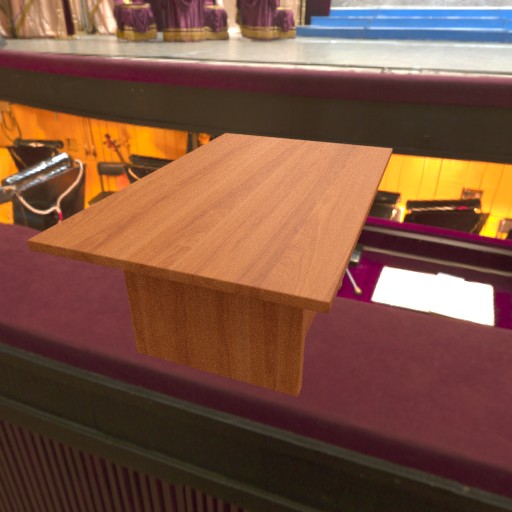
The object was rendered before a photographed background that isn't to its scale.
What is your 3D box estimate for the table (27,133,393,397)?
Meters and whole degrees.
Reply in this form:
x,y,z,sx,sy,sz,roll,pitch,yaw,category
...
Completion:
x,y,z,sx,sy,sz,roll,pitch,yaw,category
0.000,0.000,1.474,0.700,0.510,1.100,10,30,18,table
